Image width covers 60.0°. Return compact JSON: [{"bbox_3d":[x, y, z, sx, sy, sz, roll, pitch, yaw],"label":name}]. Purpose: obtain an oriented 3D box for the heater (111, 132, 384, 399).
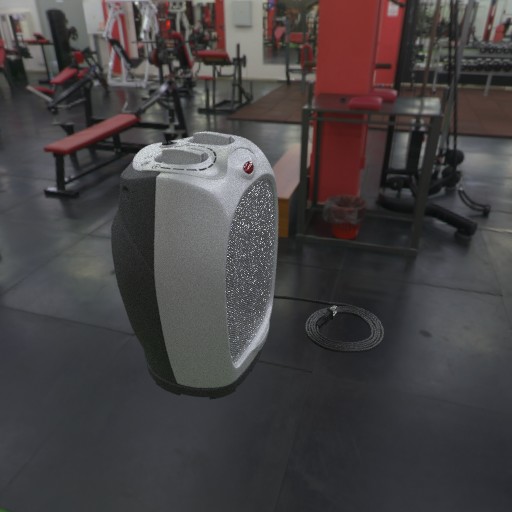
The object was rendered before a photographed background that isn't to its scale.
[{"bbox_3d":[0.000,0.000,0.482,0.291,0.255,0.239,10,31,17],"label":"heater"}]
